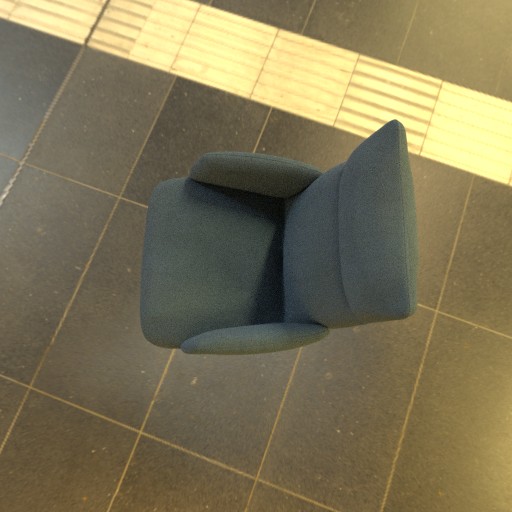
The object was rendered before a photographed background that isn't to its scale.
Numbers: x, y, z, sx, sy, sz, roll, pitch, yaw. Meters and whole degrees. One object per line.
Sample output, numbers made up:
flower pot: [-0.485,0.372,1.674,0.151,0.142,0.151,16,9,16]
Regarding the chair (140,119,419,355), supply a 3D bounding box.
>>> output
chair: [0.000,0.000,1.620,0.889,1.016,0.711,1,77,0]
